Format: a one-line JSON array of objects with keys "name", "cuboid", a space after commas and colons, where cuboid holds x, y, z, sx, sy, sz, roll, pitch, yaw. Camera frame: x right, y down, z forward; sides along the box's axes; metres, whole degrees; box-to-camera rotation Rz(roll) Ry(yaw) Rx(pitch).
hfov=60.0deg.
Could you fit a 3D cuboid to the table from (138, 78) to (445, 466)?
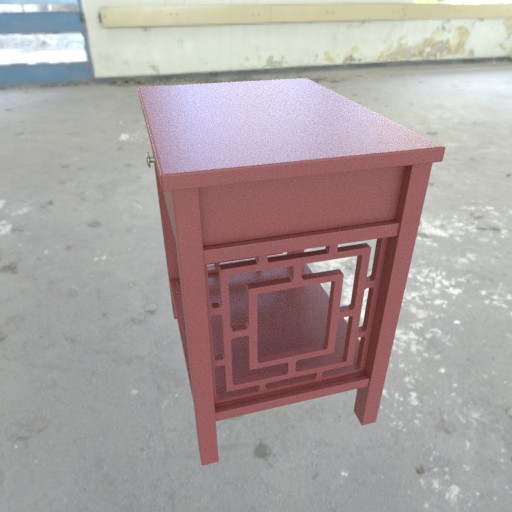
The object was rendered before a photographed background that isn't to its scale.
[{"name": "table", "cuboid": [0.000, 0.000, 1.069, 0.451, 0.686, 0.599, -8, 33, -13]}]
